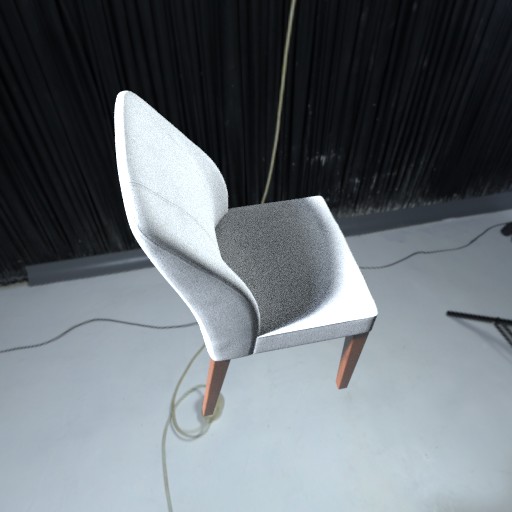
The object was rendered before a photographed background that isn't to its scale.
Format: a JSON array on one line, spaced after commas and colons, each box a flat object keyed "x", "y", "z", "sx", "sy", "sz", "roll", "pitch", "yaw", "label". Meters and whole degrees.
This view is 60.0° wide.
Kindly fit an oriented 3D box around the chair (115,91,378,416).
[{"x": 0.000, "y": 0.000, "z": 1.186, "sx": 0.540, "sy": 0.893, "sz": 0.472, "roll": -9, "pitch": 48, "yaw": -8, "label": "chair"}]
